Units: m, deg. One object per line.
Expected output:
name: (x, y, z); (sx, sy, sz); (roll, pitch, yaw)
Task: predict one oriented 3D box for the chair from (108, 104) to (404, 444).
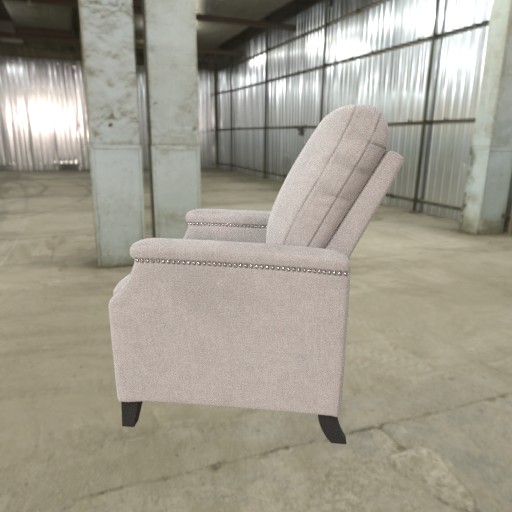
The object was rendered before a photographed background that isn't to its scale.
chair: (0.000, 0.000, 1.653); (0.922, 1.049, 0.710); (2, 15, 7)
